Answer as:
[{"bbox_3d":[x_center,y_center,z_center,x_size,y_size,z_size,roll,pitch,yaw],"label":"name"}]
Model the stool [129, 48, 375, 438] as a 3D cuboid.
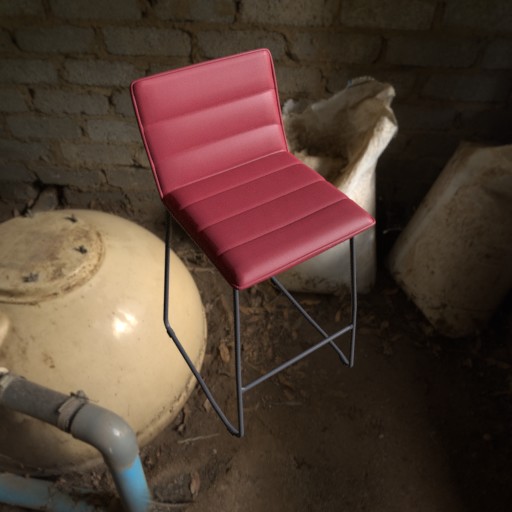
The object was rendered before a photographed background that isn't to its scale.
[{"bbox_3d":[0.000,0.000,1.265,0.489,0.937,0.524,-25,51,-22],"label":"stool"}]
